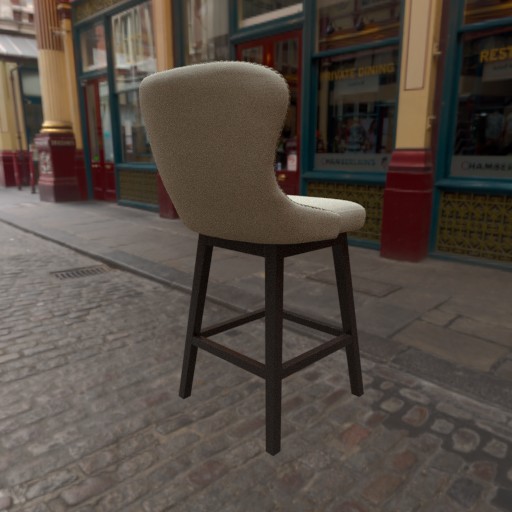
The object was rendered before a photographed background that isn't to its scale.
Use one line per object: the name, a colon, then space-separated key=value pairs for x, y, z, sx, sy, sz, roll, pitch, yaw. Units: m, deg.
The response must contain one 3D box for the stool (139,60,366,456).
stool: x=0.000 y=0.000 z=1.314 sx=0.528 sy=0.971 sz=0.593 roll=12 pitch=18 yaw=44
